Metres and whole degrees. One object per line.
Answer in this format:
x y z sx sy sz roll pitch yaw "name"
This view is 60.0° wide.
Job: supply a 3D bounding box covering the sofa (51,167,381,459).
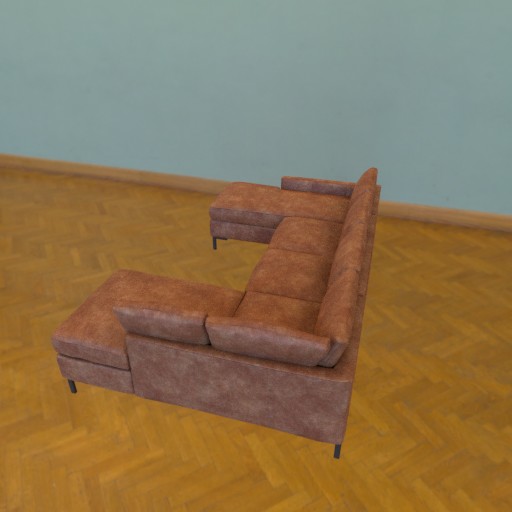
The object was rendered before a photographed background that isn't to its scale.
0.000 0.000 3.865 1.939 0.900 2.956 9 32 14 "sofa"
